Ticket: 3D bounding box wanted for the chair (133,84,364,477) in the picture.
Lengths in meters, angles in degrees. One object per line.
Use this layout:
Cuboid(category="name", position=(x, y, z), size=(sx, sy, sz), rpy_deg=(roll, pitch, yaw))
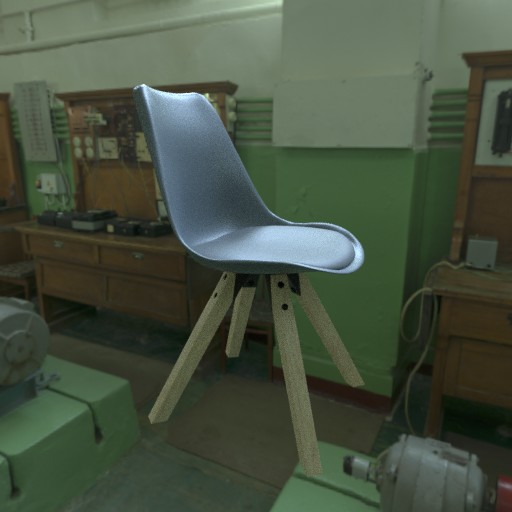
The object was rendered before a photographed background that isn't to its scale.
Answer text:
Cuboid(category="chair", position=(0.000, 0.000, 1.167), size=(0.550, 0.850, 0.485), rpy_deg=(7, 16, 25))
